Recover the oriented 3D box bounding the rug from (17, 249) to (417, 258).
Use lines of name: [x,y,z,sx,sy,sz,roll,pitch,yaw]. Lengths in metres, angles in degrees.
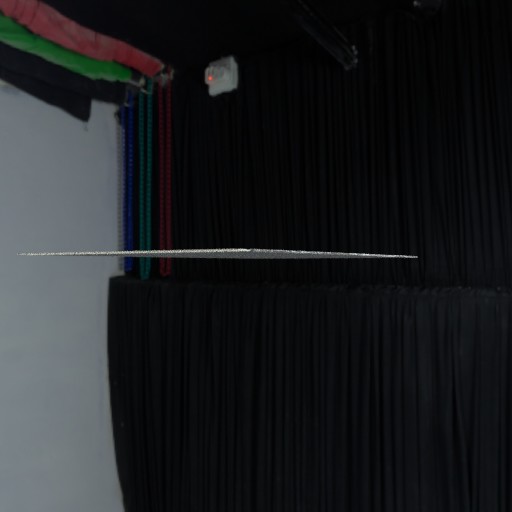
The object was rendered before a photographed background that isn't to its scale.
rug: [0.000,0.000,3.007,1.529,0.010,2.440,-1,-1,34]
